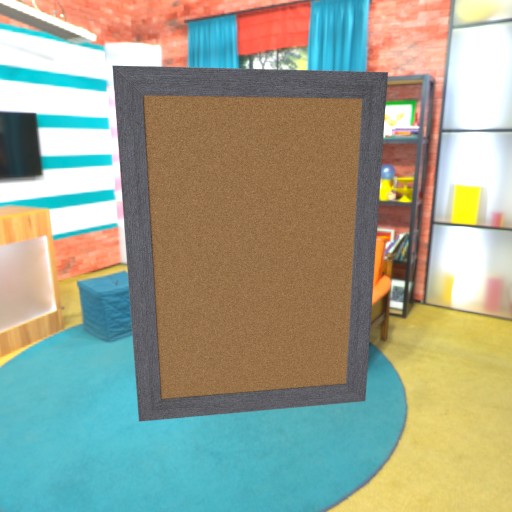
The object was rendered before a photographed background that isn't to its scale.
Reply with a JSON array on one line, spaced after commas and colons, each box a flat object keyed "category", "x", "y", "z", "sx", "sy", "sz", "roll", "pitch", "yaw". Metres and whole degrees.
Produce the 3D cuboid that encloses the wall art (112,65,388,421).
[{"category": "wall art", "x": 0.000, "y": 0.000, "z": 1.364, "sx": 0.768, "sy": 1.070, "sz": 0.020, "roll": -2, "pitch": 15, "yaw": -8}]
